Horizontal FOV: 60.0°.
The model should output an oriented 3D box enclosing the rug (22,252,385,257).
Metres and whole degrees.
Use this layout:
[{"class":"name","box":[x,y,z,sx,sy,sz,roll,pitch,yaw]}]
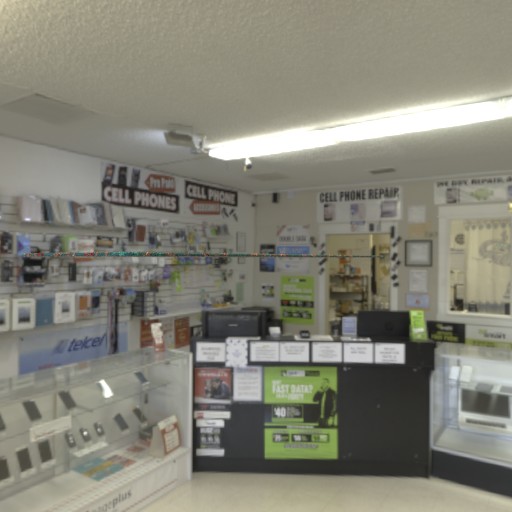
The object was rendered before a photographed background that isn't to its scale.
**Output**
[{"class":"rug","box":[0.000,0.000,2.493,0.686,0.013,2.286,0,0,36]}]
